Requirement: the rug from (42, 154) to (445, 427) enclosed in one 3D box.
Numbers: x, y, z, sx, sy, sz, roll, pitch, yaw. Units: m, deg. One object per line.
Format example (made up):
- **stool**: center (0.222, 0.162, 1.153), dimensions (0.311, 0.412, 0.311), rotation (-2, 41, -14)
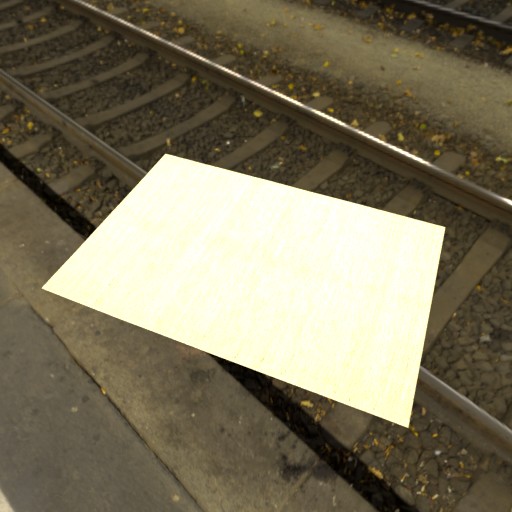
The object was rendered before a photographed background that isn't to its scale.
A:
- **rug**: center (0.000, 0.000, 2.412), dimensions (1.850, 0.015, 1.250), rotation (17, 51, 15)
